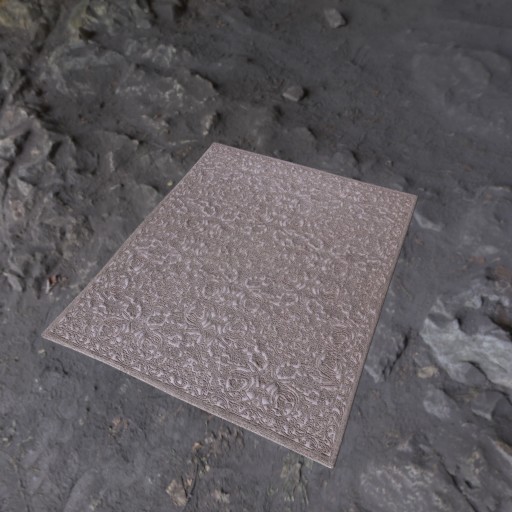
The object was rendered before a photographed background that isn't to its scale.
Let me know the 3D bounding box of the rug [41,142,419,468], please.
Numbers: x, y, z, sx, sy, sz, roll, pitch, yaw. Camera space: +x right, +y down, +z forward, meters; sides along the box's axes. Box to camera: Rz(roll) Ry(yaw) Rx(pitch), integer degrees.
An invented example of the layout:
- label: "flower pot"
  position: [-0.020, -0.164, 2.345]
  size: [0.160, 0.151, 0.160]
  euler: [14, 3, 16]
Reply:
- label: "rug"
  position: [0.000, 0.000, 4.161]
  size: [2.472, 0.035, 3.017]
  euler: [18, 50, 16]
